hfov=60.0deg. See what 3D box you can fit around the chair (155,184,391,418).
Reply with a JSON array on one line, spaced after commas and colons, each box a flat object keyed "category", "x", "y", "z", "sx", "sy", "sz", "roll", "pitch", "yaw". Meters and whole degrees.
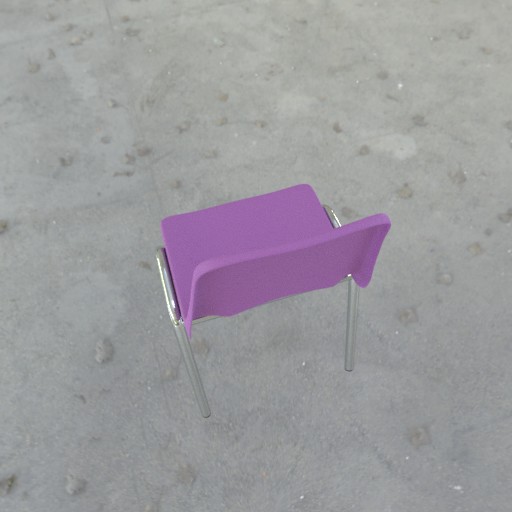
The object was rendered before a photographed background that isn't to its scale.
[{"category": "chair", "x": 0.000, "y": 0.000, "z": 0.669, "sx": 0.291, "sy": 0.493, "sz": 0.301, "roll": -15, "pitch": 60, "yaw": -9}]
